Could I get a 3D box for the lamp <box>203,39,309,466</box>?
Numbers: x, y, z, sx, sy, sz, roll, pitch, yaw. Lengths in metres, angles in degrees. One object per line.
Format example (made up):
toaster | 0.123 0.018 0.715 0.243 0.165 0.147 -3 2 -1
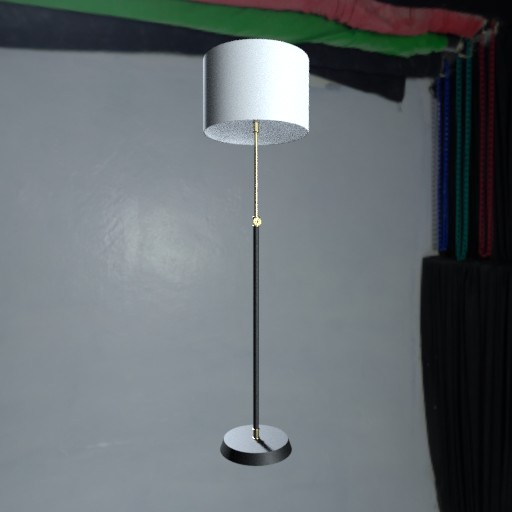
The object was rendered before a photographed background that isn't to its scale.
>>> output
lamp | 0.000 0.000 1.727 0.404 1.517 0.404 -1 2 -17
